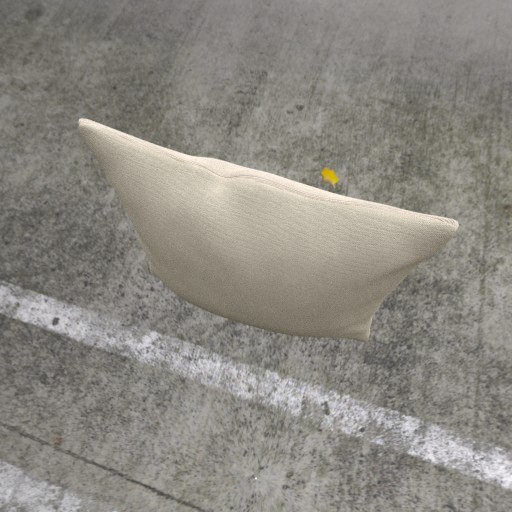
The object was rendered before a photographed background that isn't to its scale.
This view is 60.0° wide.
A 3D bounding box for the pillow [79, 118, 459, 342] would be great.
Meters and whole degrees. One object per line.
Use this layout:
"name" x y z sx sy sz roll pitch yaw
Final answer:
"pillow" 0.000 0.000 0.663 0.437 0.420 0.162 17 65 8
